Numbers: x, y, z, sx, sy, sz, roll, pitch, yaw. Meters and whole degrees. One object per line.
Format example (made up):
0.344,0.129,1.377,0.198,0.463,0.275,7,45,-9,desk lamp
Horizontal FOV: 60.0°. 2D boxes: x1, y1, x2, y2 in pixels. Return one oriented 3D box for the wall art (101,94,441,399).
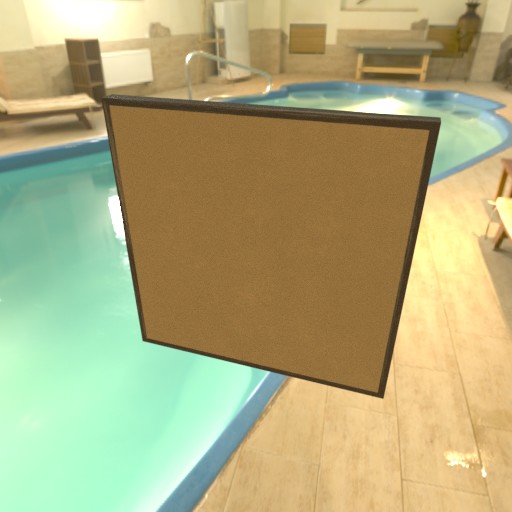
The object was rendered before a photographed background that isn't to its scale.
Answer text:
0.000,0.000,1.163,0.762,0.758,0.043,10,32,16,wall art
